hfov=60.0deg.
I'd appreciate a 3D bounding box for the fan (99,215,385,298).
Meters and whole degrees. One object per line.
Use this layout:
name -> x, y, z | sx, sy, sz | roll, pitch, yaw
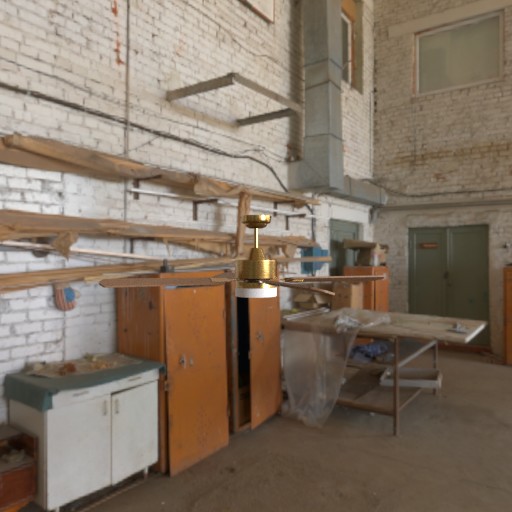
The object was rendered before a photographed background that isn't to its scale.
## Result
fan -> 0.000, 0.000, 1.974 | 1.320, 0.355, 1.320 | 0, 0, -19
